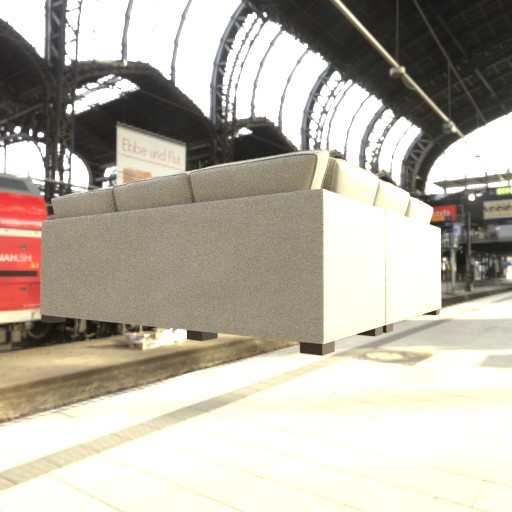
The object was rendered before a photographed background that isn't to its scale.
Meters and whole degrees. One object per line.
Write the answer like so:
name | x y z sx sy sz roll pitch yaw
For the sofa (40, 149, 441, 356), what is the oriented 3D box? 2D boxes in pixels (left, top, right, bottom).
sofa | 0.000 0.000 3.363 2.211 0.936 2.188 -1 -2 34
